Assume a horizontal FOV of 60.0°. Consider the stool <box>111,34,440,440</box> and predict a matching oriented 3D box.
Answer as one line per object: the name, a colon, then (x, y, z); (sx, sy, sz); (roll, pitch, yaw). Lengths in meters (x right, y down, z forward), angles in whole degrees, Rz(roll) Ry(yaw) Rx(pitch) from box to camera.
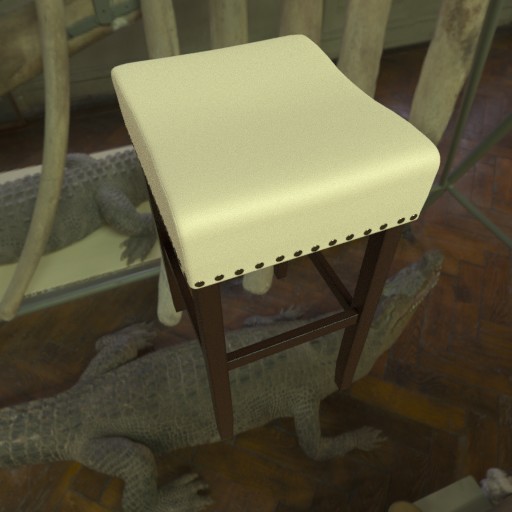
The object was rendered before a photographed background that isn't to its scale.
stool: (0.000, 0.000, 1.001); (0.401, 0.762, 0.471); (-17, 50, -15)
